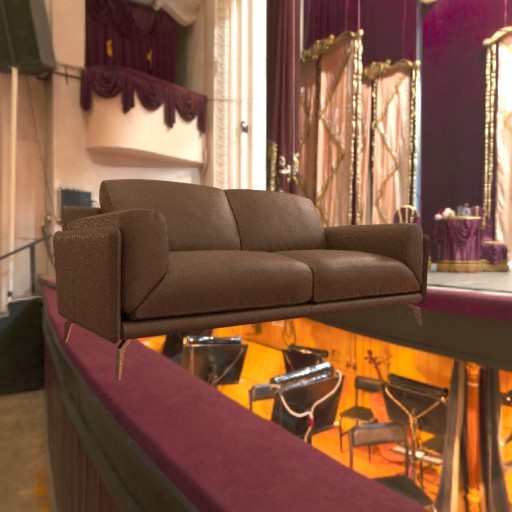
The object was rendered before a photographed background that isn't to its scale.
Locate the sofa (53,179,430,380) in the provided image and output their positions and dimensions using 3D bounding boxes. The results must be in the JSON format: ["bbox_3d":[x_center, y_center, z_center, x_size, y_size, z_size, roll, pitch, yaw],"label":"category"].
[{"bbox_3d":[0.000,0.000,2.693,2.101,0.930,1.049,-1,1,-36],"label":"sofa"}]
